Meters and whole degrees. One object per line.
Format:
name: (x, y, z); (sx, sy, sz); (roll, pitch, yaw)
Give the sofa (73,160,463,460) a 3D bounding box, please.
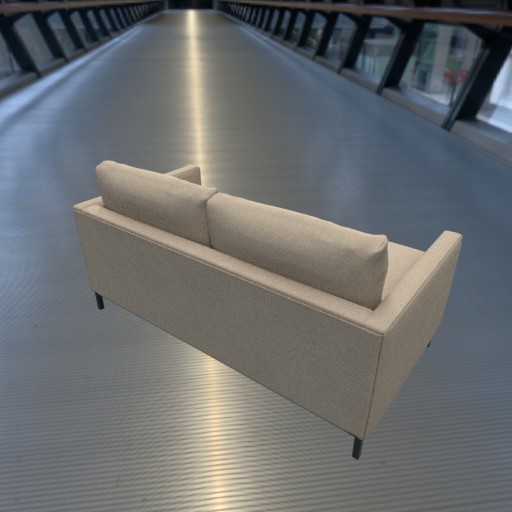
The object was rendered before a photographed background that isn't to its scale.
sofa: (0.000, 0.000, 2.177); (1.682, 0.840, 0.875); (20, 35, 32)
